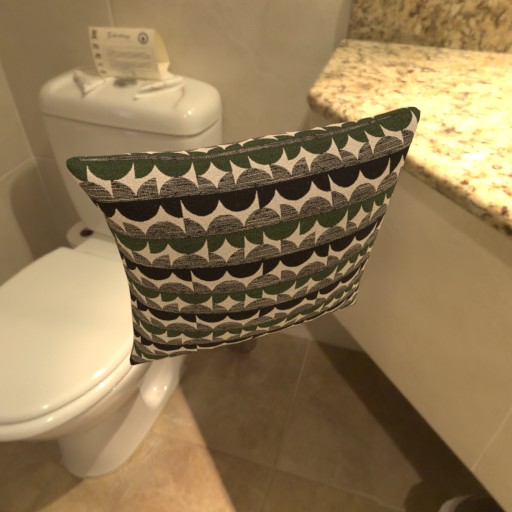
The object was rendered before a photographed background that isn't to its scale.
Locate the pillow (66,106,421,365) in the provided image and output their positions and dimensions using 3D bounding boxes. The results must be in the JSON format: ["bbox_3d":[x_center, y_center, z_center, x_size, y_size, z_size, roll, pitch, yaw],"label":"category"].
[{"bbox_3d":[0.000,0.000,0.635,0.419,0.404,0.180,-13,42,-15],"label":"pillow"}]
